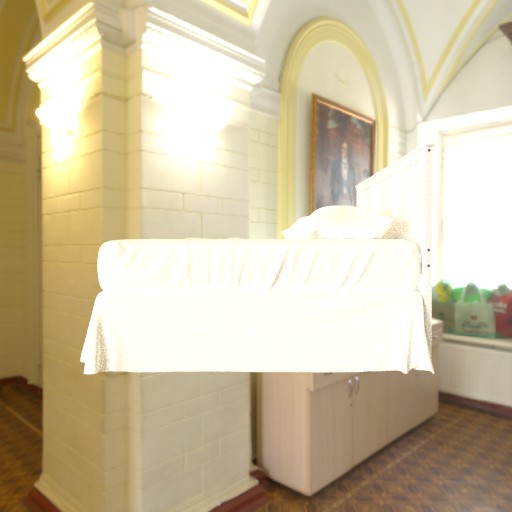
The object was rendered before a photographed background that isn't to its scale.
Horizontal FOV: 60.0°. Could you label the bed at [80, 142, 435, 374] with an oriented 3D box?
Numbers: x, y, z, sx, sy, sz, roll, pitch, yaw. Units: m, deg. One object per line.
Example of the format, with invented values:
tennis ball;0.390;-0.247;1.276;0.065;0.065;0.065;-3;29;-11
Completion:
bed;0.000;0.000;3.262;2.047;1.269;1.876;0;1;-1
